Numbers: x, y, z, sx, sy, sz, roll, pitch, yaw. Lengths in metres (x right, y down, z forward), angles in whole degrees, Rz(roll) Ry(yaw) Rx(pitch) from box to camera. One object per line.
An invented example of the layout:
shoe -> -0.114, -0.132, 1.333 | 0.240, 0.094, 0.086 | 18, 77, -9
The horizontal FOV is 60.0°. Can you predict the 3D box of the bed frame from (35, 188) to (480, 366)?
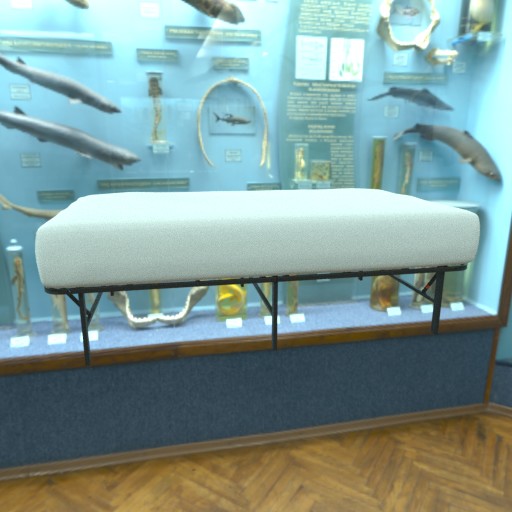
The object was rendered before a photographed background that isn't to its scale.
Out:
bed frame -> 0.000, 0.000, 2.360 | 1.908, 0.640, 1.025 | -3, 15, -11
